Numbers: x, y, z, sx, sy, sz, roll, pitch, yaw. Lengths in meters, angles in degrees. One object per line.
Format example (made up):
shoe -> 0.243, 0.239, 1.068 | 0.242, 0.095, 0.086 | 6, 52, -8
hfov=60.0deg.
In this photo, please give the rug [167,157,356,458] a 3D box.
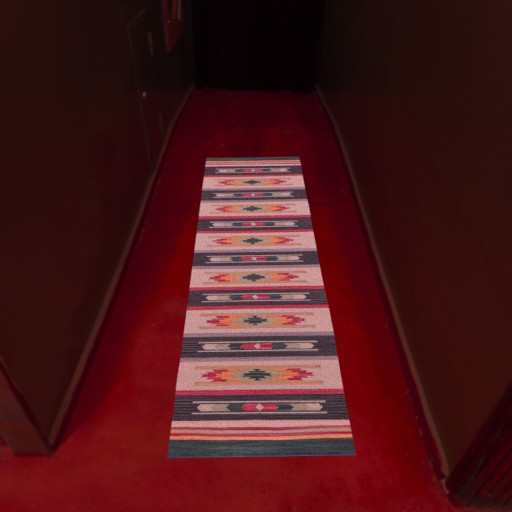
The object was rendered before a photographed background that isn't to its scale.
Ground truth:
rug -> 0.000, 0.000, 2.686 | 0.760, 0.009, 2.440 | -1, 41, -1
